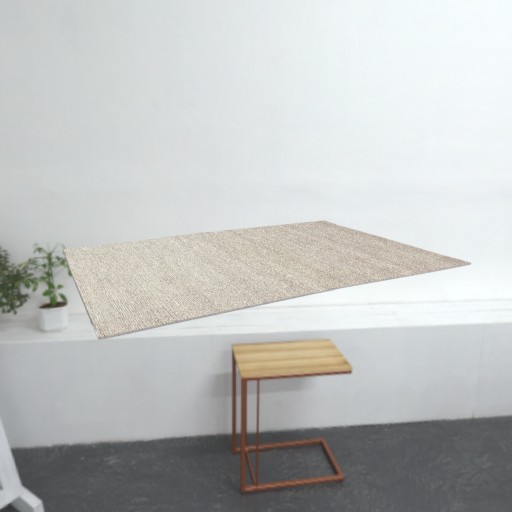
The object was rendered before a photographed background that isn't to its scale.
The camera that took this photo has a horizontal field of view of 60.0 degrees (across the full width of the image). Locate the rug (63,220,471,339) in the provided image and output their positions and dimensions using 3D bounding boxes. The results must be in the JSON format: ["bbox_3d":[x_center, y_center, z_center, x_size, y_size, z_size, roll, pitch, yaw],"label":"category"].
[{"bbox_3d":[0.000,0.000,3.057,2.342,0.030,1.609,-8,18,-26],"label":"rug"}]
